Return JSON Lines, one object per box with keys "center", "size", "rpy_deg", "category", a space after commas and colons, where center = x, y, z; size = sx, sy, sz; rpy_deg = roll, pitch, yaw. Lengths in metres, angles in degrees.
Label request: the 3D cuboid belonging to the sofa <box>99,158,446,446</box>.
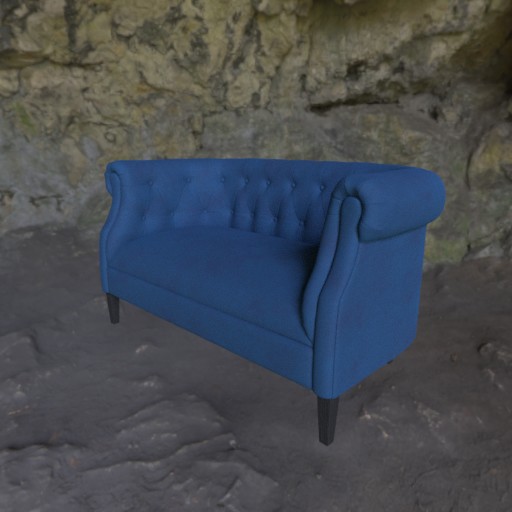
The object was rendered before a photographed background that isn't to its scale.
{"center": [0.000, 0.000, 1.995], "size": [1.558, 0.827, 0.835], "rpy_deg": [14, 20, 43], "category": "sofa"}
